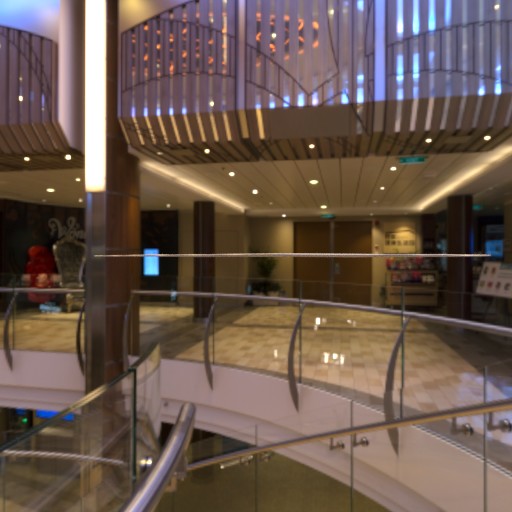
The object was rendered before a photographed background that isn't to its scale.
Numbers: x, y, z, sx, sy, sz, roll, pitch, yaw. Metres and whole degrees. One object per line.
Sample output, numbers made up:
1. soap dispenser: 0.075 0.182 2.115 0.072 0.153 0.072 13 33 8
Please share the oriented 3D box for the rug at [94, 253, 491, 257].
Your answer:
1. rug: 0.000 0.000 3.060 1.527 0.016 2.442 0 0 -35
